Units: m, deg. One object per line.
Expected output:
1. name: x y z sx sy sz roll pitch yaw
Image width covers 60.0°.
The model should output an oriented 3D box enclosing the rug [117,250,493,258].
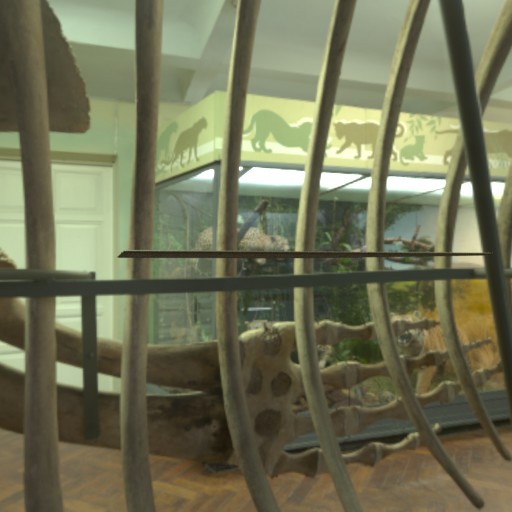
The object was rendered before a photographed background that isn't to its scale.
1. rug: 0.000 0.000 4.072 2.413 0.020 3.041 0 -1 -18
